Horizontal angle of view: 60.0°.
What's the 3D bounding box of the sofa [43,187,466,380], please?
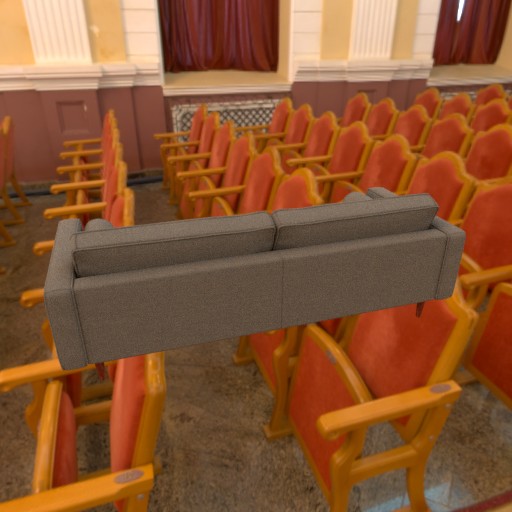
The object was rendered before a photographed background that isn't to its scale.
[{"bbox_3d":[0.000,0.000,2.641,2.198,0.762,0.914,-8,27,-16],"label":"sofa"}]
